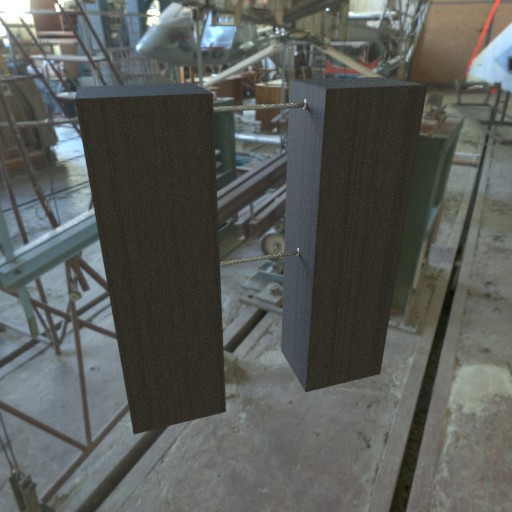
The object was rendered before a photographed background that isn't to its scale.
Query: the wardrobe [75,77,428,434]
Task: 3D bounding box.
[{"bbox_3d":[0.000,0.000,2.774,1.770,2.000,0.480,-8,28,-16],"label":"wardrobe"}]
